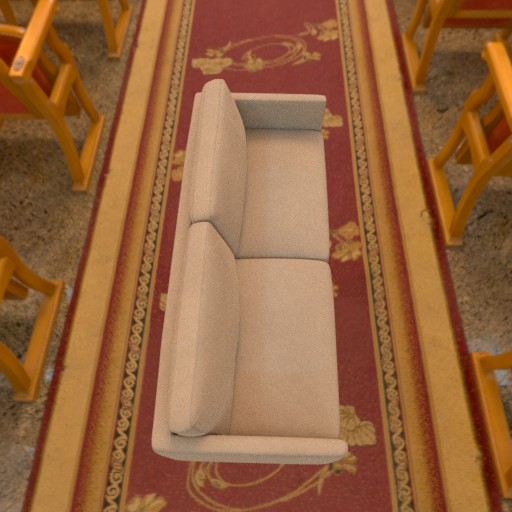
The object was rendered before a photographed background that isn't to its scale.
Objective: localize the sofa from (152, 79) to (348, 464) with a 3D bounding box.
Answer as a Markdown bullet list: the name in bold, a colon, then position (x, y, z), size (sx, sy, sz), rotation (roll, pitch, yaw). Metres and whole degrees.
- **sofa**: position (0.000, 0.000, 2.863), size (0.988, 0.912, 2.404), rotation (1, 63, 1)
